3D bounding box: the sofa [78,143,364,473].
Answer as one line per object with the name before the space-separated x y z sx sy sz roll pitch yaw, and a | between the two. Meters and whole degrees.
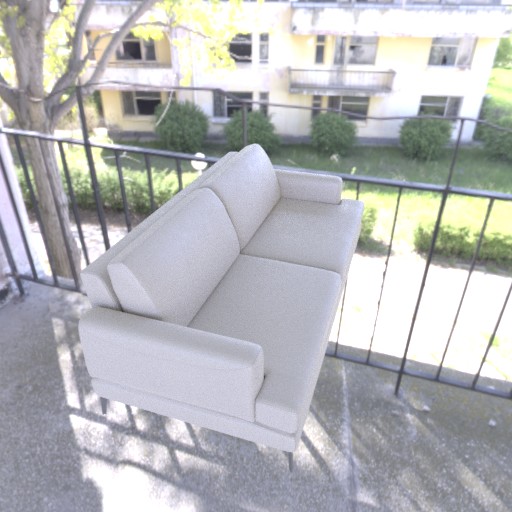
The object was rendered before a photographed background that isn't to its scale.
sofa | 0.000 0.000 2.456 0.974 0.765 1.940 10 32 16
